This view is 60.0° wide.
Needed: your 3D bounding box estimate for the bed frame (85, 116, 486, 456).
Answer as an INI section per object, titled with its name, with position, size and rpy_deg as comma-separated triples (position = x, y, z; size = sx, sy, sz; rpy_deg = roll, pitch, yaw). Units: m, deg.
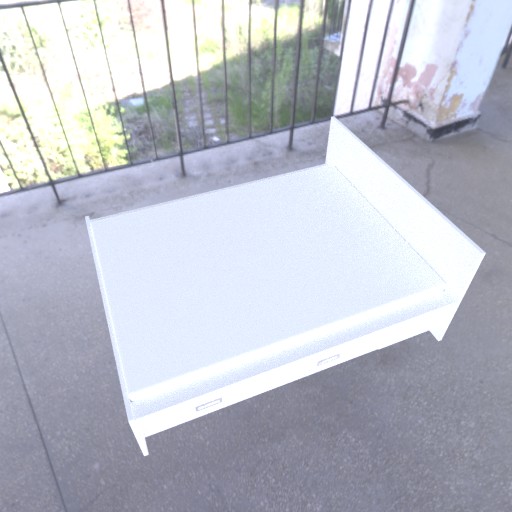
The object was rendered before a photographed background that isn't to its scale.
[bed frame]
position = 0.000, 0.000, 2.891
size = 1.960, 0.800, 1.622
rpy_deg = -16, 47, -16
